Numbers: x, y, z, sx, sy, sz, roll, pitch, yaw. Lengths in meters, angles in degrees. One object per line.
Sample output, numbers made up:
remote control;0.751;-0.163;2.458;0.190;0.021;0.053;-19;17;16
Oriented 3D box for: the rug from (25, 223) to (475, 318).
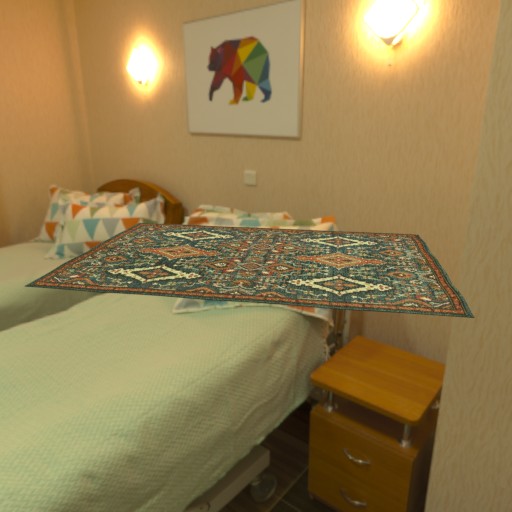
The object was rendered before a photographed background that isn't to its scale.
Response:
rug;0.000;0.000;4.239;3.371;0.008;2.190;3;18;9
